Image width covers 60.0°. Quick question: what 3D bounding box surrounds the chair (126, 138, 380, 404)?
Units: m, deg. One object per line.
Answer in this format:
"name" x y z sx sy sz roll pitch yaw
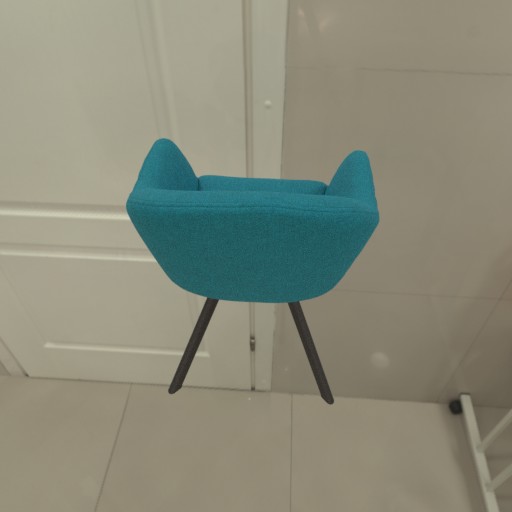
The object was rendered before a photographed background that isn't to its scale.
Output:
"chair" 0.000 0.000 1.147 0.545 0.775 0.565 3 45 3
